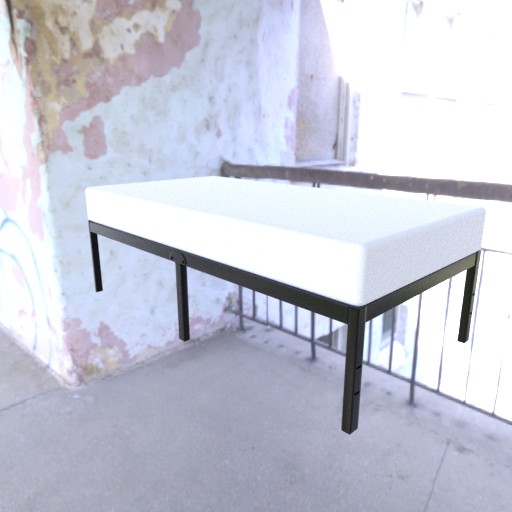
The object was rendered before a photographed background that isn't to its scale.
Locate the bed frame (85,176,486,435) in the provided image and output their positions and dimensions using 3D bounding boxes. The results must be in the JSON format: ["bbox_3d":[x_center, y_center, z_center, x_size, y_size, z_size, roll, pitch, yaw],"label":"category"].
[{"bbox_3d":[0.000,0.000,2.407,1.023,0.659,1.950,-15,22,-42],"label":"bed frame"}]
